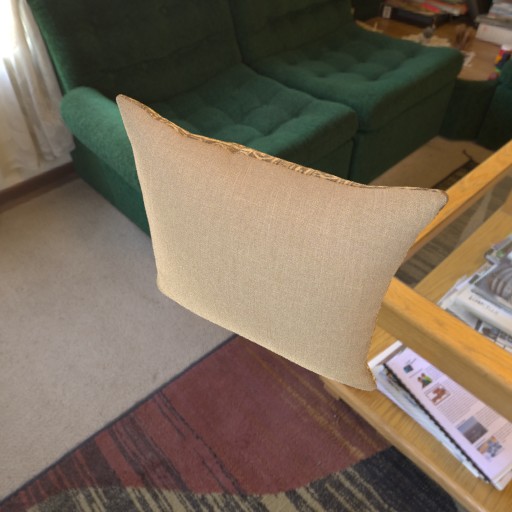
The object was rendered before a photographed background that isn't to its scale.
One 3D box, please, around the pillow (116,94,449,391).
[{"bbox_3d":[0.000,0.000,0.803,0.546,0.487,0.180,22,49,21],"label":"pillow"}]
